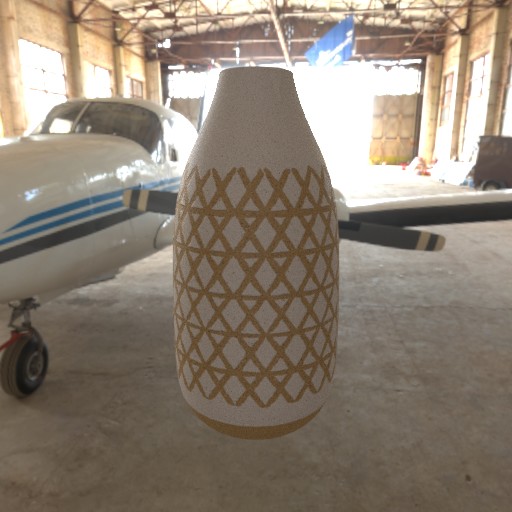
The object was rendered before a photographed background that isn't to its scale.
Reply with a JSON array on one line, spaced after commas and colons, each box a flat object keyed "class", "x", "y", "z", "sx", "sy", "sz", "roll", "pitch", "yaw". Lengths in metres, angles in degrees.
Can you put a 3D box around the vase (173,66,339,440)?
[{"class": "vase", "x": 0.000, "y": 0.000, "z": 0.491, "sx": 0.186, "sy": 0.380, "sz": 0.186, "roll": 0, "pitch": 14, "yaw": 0}]
